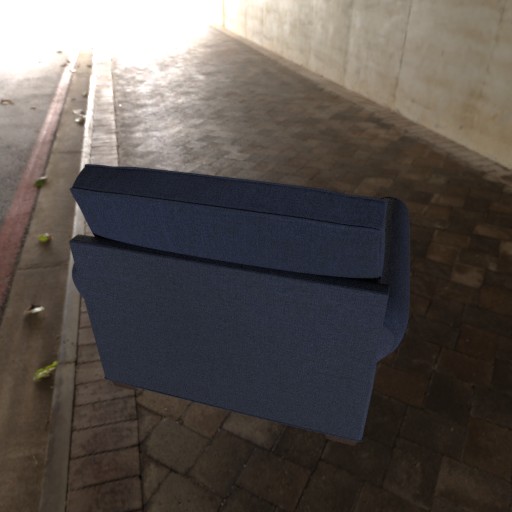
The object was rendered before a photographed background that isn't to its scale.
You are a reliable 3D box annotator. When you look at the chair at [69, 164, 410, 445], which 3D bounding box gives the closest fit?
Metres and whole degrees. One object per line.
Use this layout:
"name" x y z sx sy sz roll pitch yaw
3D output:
"chair" 0.000 0.000 1.971 1.285 1.044 0.963 9 34 14
